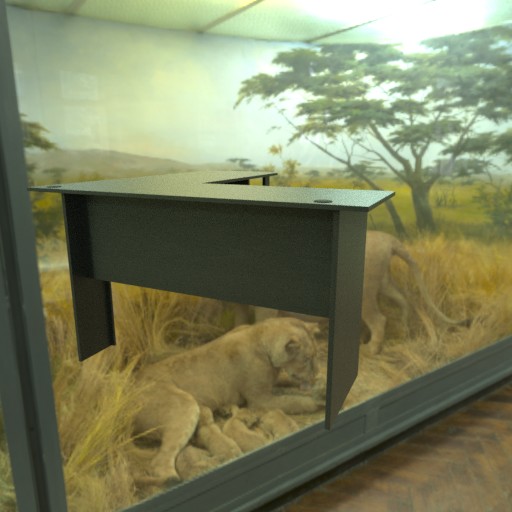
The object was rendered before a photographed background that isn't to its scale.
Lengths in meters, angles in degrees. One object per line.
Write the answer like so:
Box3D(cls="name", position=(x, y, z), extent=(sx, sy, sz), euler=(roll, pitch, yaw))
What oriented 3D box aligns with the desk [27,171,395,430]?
Box3D(cls="desk", position=(0.000, 0.000, 2.112), extent=(1.303, 0.716, 1.361), euler=(7, 15, 25))
